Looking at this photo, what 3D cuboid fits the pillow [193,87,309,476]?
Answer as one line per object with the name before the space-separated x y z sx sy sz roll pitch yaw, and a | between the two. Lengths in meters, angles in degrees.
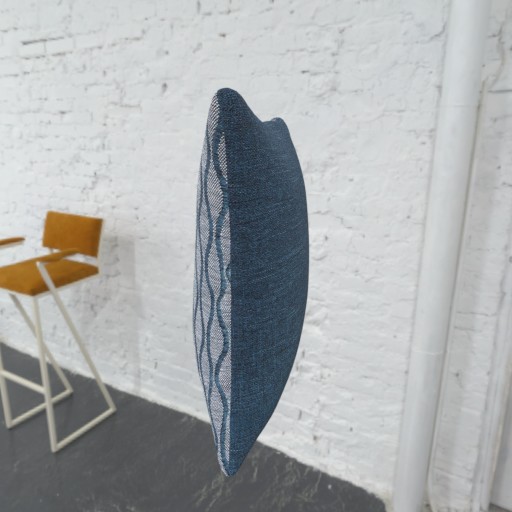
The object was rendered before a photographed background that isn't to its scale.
pillow | 0.000 0.000 0.676 0.159 0.435 0.435 2 14 9
